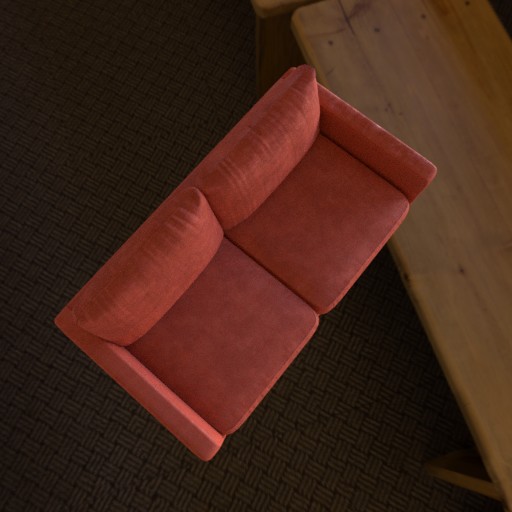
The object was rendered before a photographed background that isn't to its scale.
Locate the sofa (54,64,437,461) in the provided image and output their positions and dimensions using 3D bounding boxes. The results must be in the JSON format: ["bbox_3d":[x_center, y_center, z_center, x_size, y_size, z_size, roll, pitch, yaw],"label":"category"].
[{"bbox_3d":[0.000,0.000,2.082,0.864,0.896,1.574,39,78,10],"label":"sofa"}]
